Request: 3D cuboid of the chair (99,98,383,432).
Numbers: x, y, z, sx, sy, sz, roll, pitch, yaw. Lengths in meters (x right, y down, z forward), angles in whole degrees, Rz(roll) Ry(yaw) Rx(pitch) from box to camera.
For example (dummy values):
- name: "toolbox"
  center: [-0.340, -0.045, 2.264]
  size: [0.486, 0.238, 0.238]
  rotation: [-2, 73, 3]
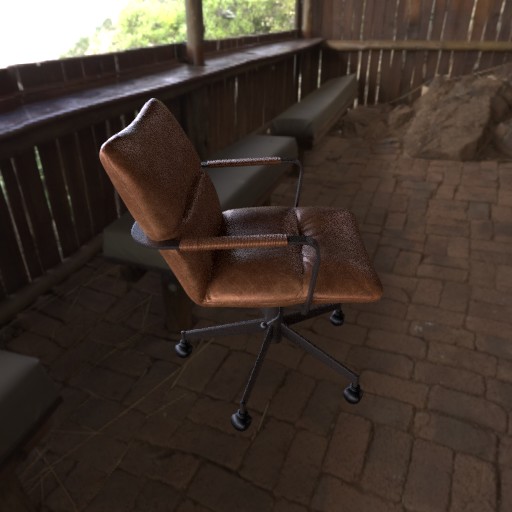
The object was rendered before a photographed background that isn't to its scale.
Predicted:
- name: "chair"
  center: [0.000, 0.000, 1.496]
  size: [0.754, 0.922, 0.727]
  rotation: [1, 31, 1]
